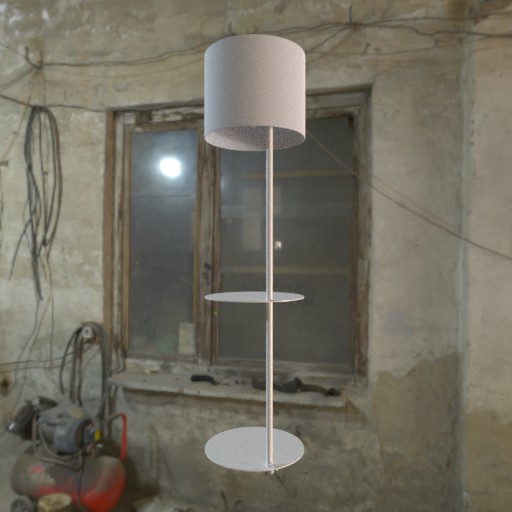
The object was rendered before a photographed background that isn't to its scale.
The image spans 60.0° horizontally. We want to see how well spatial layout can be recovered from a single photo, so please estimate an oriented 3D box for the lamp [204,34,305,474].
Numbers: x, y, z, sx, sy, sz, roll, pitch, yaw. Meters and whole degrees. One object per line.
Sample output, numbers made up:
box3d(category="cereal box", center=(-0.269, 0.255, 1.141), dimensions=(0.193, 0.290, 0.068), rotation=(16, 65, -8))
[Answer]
box3d(category="lamp", center=(0.000, 0.000, 1.639), dimensions=(0.372, 1.465, 0.405), rotation=(0, 1, -19))
